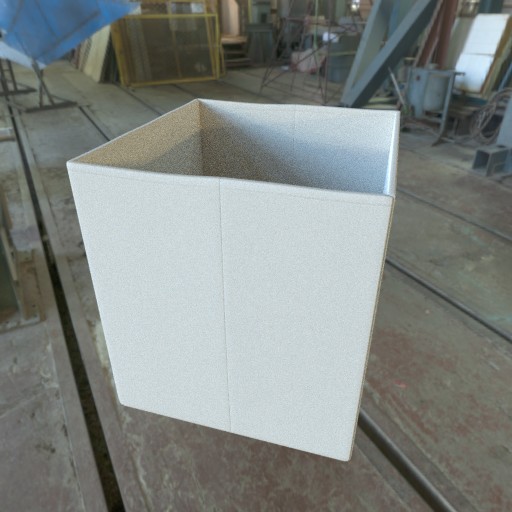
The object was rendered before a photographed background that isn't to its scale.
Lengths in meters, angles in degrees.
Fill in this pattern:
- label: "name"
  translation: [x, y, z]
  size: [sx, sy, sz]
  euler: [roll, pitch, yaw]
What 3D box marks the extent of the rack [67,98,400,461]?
- label: "rack"
  translation: [0.000, 0.000, 0.500]
  size: [0.270, 0.280, 0.270]
  euler: [8, 31, 14]
